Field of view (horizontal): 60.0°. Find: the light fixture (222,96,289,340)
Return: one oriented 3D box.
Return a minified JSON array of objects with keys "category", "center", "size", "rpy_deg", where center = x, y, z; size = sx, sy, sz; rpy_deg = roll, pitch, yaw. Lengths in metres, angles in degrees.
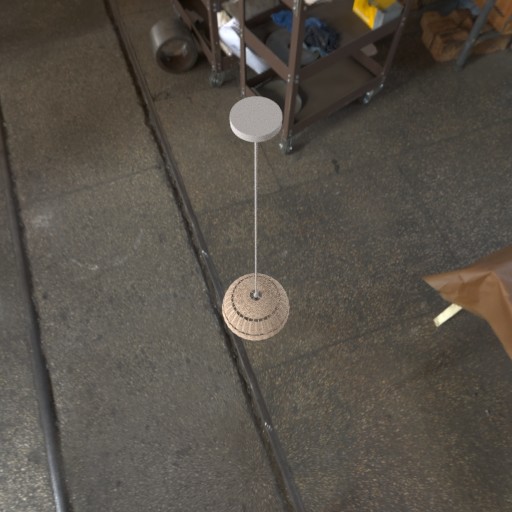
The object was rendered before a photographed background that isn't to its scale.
[{"category":"light fixture","center":[0.000,0.000,2.312],"size":[0.457,2.019,0.457],"rpy_deg":[33,68,15]}]
